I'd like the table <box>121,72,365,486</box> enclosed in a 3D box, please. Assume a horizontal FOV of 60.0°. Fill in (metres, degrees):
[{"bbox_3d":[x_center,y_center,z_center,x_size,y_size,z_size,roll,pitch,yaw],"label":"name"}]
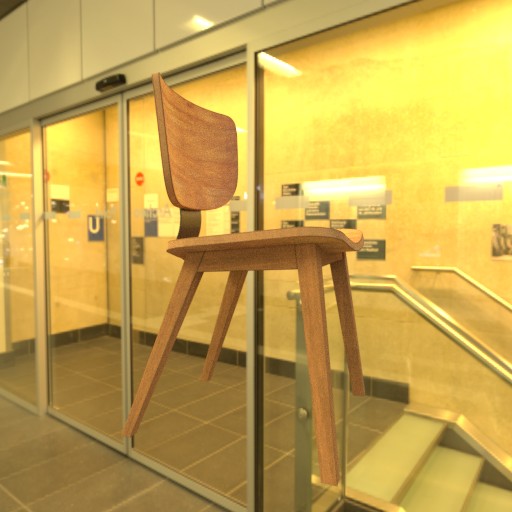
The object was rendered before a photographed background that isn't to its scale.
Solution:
[{"bbox_3d":[0.000,0.000,1.100,0.500,0.805,0.499,1,3,19],"label":"table"}]
